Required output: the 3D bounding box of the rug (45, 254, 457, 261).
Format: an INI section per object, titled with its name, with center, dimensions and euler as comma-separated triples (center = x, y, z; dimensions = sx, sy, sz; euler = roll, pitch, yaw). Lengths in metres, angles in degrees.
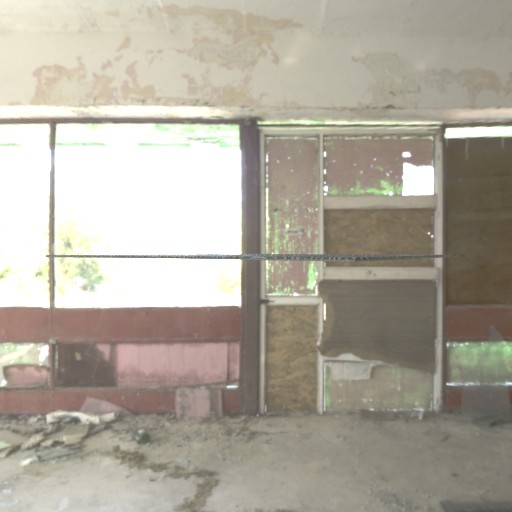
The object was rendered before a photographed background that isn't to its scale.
[rug]
center = 0.000, 0.000, 4.189
dimensions = 3.042, 0.021, 2.456
euler = 0, 1, 36
